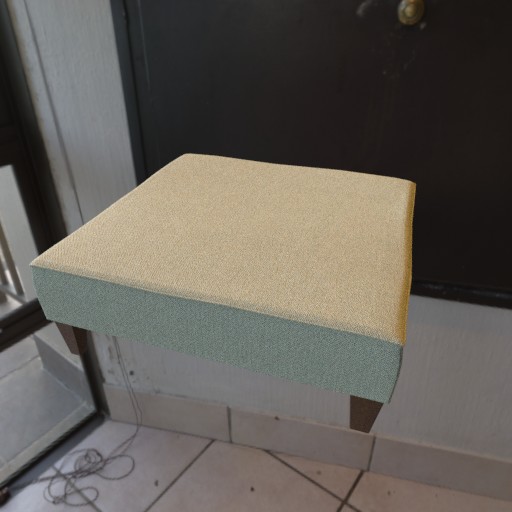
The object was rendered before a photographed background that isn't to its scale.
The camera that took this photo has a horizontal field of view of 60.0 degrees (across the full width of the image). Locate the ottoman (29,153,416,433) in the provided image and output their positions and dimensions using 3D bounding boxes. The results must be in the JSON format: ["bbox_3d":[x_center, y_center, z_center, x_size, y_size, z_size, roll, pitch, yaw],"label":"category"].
[{"bbox_3d":[0.000,0.000,1.542,1.004,0.379,0.968,10,33,16],"label":"ottoman"}]
